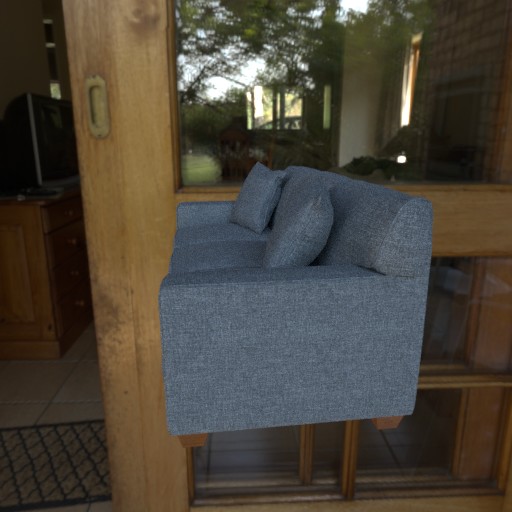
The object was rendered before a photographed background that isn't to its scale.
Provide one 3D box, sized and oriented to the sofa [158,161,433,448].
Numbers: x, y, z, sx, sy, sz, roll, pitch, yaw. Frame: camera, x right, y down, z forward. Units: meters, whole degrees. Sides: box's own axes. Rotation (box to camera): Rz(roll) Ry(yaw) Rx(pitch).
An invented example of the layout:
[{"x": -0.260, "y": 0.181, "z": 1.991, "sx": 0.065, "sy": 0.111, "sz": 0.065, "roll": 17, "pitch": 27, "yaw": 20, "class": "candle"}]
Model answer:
[{"x": 0.000, "y": 0.000, "z": 2.502, "sx": 0.997, "sy": 0.958, "sz": 2.024, "roll": -2, "pitch": 15, "yaw": -8, "class": "sofa"}]
